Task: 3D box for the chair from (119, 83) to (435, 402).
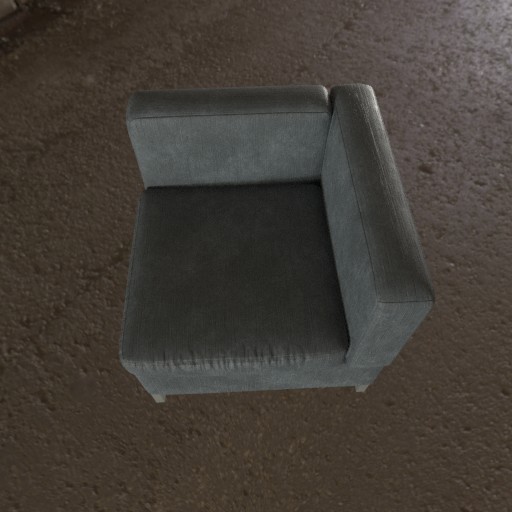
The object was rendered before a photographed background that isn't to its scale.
[{"bbox_3d":[0.000,0.000,1.252,0.680,0.660,0.680,-3,57,-2],"label":"chair"}]
